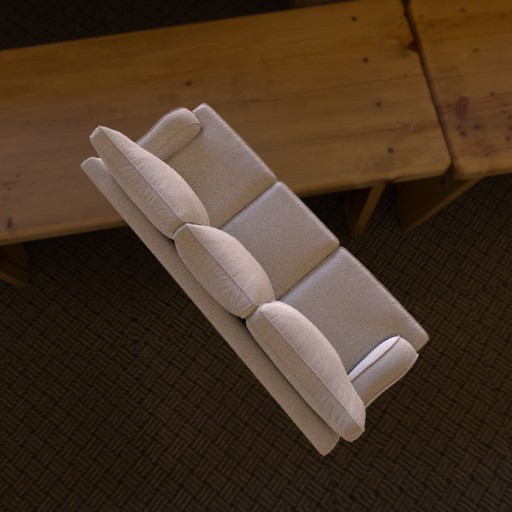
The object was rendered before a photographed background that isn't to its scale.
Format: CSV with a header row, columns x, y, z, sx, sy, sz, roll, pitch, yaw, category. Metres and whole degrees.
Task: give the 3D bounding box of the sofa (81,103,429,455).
x,y,z,sx,sy,sz,roll,pitch,yaw,category
0.000,0.000,2.956,1.016,0.991,2.323,-40,79,-10,sofa
